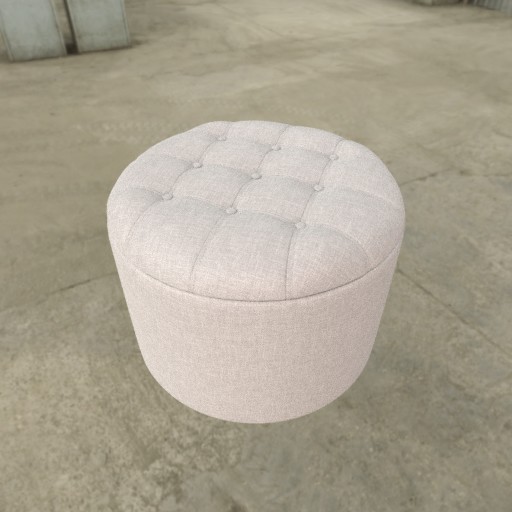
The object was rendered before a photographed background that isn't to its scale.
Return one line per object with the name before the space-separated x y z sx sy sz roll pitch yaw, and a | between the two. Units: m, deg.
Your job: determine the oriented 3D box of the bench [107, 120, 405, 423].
bench | 0.000 0.000 1.014 0.600 0.453 0.600 0 41 0
